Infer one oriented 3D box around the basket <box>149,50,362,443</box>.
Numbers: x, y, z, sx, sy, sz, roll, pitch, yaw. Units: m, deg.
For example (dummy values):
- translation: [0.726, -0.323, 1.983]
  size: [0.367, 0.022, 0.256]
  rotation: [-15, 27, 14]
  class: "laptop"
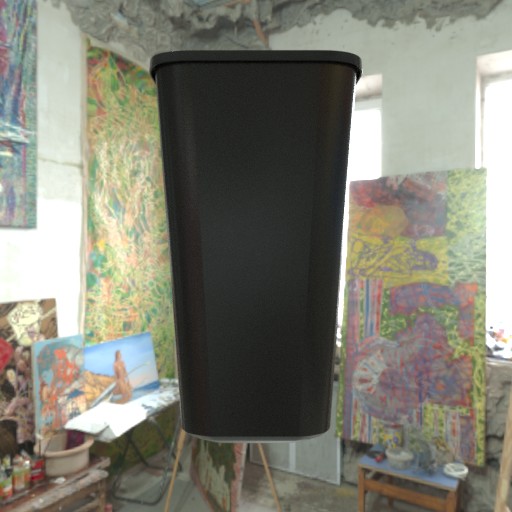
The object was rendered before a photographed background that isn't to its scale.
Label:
- translation: [0.000, 0.000, 0.752]
  size: [0.287, 0.521, 0.394]
  rotation: [0, 1, 0]
  class: "basket"
